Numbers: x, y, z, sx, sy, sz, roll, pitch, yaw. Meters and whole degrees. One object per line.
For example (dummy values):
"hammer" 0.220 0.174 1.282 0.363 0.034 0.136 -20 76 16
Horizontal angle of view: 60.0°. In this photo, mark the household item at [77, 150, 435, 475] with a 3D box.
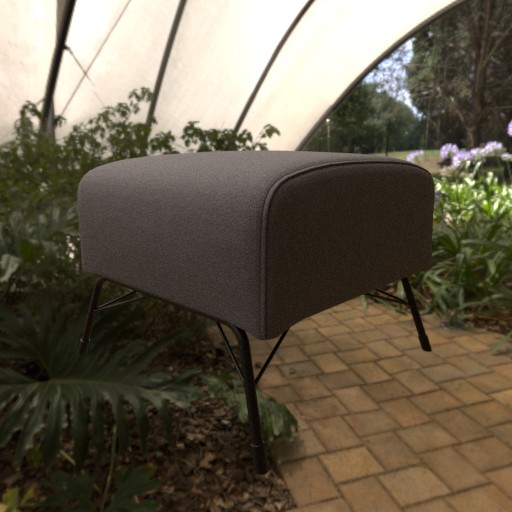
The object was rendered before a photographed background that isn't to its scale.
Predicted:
"household item" 0.000 0.000 0.885 0.530 0.410 0.530 12 17 43
